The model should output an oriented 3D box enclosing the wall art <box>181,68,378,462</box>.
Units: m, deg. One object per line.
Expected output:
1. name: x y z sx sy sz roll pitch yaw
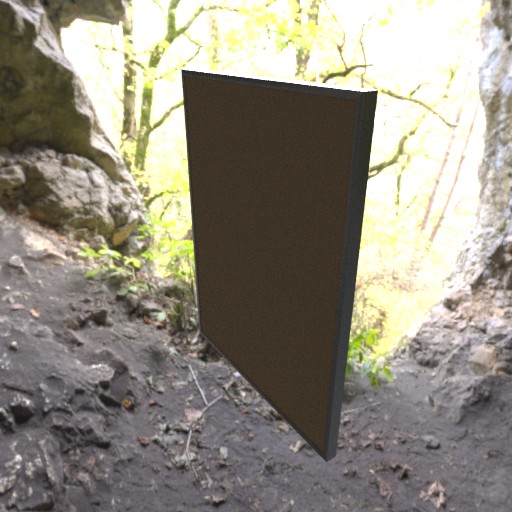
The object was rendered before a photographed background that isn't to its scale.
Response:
1. wall art: 0.000 0.000 1.415 0.041 1.062 0.803 -17 31 -31
